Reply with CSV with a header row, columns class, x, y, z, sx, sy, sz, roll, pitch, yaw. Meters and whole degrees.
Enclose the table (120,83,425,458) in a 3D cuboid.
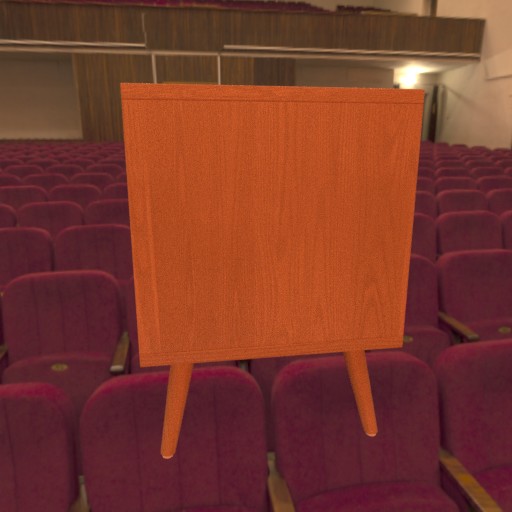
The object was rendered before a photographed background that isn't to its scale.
class,x,y,z,sx,sy,sz,roll,pitch,yaw
table,0.000,0.000,0.828,0.400,0.550,0.400,-2,14,-9
